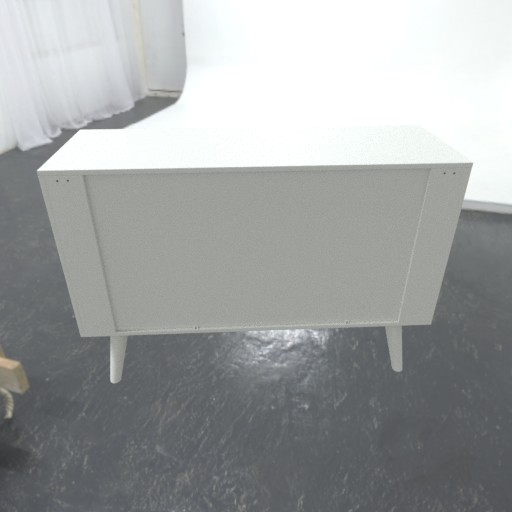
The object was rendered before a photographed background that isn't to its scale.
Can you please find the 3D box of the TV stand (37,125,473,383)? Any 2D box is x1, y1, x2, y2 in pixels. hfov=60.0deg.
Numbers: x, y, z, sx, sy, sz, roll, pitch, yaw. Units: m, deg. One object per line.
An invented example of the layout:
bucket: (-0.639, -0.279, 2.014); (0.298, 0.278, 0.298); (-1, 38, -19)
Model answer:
TV stand: (0.000, 0.000, 1.591); (1.193, 0.812, 0.406); (-2, 31, -3)
